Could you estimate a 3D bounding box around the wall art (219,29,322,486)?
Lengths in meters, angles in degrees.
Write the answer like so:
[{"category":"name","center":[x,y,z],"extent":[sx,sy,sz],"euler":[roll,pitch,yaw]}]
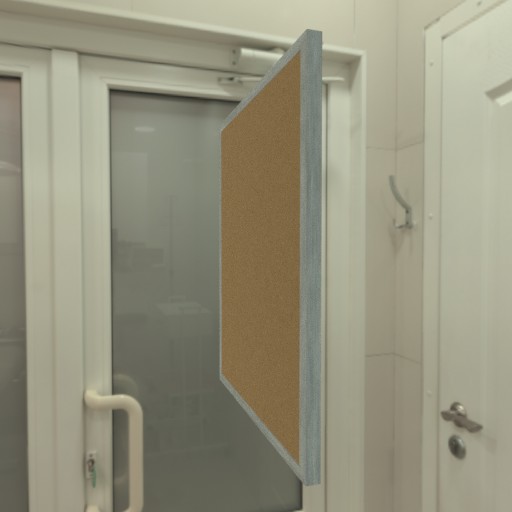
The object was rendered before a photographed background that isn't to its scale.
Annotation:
[{"category":"wall art","center":[0.000,0.000,0.794],"extent":[0.022,0.582,0.479],"euler":[0,2,-18]}]
